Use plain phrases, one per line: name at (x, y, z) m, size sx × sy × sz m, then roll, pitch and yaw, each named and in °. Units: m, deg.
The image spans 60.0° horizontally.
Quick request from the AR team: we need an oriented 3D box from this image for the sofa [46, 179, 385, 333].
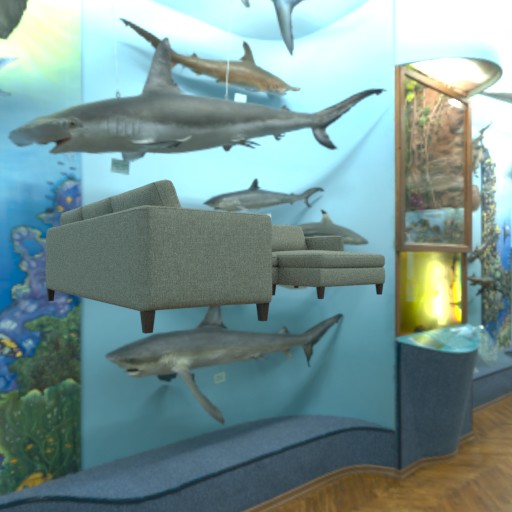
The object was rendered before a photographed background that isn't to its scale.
sofa at (0.000, 0.000, 4.421) m, size 3.403 × 0.889 × 2.551 m, roll 0°, pitch -1°, yaw -37°
